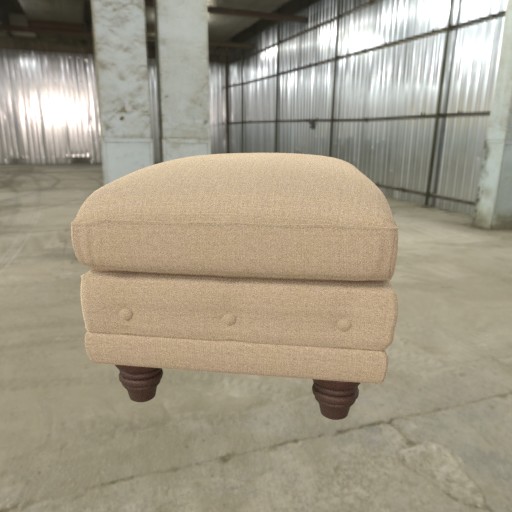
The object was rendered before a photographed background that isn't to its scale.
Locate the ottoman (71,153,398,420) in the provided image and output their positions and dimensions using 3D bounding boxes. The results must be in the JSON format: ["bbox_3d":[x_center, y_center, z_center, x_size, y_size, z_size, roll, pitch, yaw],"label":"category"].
[{"bbox_3d":[0.000,0.000,1.033,0.541,0.463,0.684,2,16,8],"label":"ottoman"}]
